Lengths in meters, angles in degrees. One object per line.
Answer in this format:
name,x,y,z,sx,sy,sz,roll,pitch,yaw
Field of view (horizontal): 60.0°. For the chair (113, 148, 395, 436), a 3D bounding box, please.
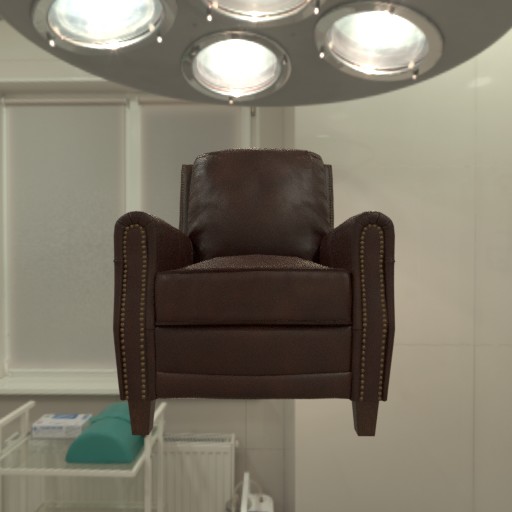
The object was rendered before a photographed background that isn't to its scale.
chair,0.000,0.000,1.743,0.826,1.022,1.089,0,1,1
